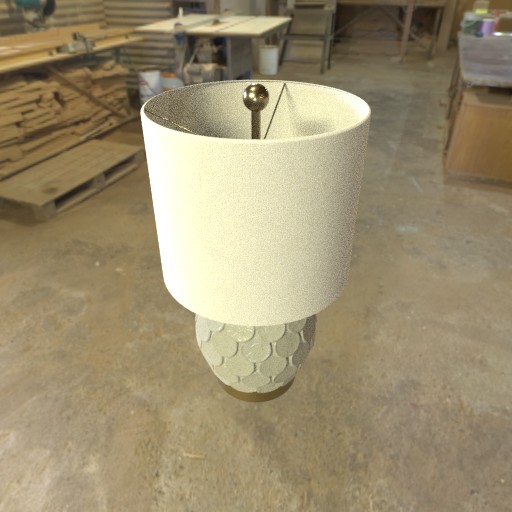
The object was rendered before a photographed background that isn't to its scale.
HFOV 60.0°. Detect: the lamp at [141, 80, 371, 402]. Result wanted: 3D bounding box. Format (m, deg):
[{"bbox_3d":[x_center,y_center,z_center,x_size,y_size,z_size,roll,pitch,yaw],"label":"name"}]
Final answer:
[{"bbox_3d":[0.000,0.000,0.610,0.254,0.452,0.254,0,33,0],"label":"lamp"}]
